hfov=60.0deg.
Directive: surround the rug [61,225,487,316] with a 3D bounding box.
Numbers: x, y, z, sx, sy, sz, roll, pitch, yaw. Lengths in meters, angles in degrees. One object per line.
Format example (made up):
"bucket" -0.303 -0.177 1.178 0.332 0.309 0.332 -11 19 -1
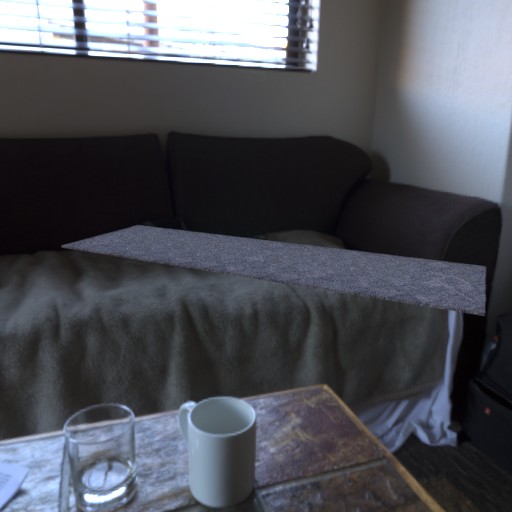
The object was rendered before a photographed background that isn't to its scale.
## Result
"rug" 0.000 0.000 2.467 2.296 0.011 0.691 8 17 26
